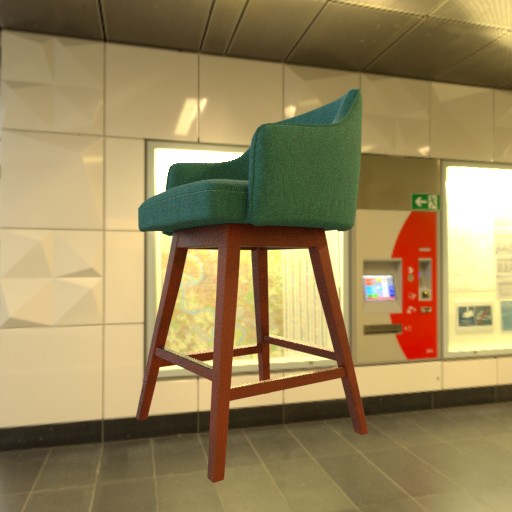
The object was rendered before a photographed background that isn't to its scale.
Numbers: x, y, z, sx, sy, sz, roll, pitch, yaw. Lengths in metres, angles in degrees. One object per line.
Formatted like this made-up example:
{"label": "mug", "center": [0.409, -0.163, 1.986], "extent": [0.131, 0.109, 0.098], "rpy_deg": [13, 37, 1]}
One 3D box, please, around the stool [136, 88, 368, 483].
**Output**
{"label": "stool", "center": [0.000, 0.000, 1.280], "extent": [0.556, 0.961, 0.548], "rpy_deg": [0, -1, -35]}
